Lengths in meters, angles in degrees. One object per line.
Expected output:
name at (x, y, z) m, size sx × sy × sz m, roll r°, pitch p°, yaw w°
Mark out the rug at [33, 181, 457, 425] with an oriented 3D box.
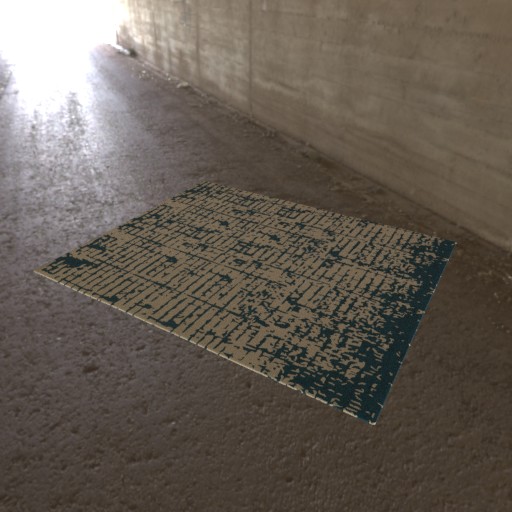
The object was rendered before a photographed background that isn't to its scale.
rug at (0.000, 0.000, 4.022) m, size 3.017 × 0.014 × 2.416 m, roll 18°, pitch 35°, yaw 26°
